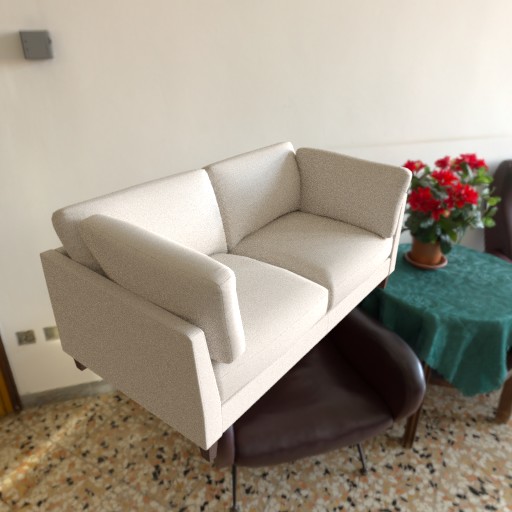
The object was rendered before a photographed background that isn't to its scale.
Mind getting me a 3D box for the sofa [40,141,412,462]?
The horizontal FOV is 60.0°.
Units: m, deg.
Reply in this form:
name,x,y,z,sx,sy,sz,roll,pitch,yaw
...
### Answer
name,x,y,z,sx,sy,sz,roll,pitch,yaw
sofa,0.000,0.000,2.289,0.970,0.836,1.776,19,32,33
